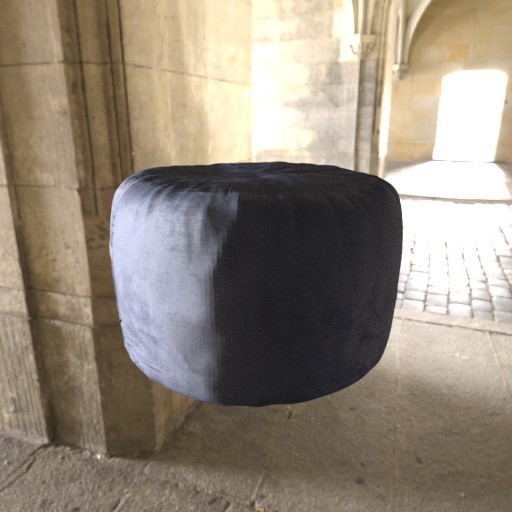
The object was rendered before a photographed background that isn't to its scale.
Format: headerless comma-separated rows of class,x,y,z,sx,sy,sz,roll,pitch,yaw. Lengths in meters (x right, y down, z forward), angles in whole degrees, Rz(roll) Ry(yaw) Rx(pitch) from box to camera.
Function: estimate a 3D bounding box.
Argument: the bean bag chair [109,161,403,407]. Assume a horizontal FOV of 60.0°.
bean bag chair,0.000,0.000,1.950,1.219,0.762,1.219,0,17,0
